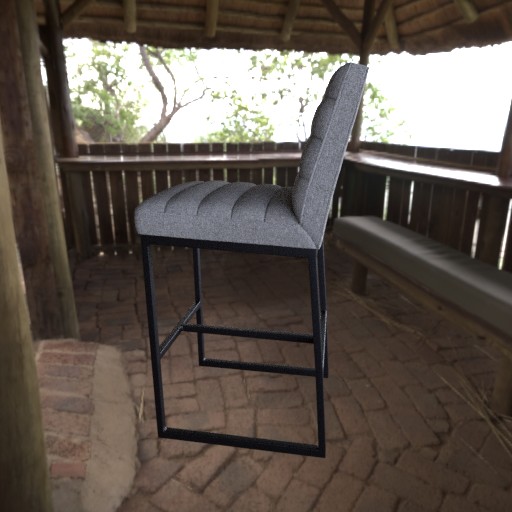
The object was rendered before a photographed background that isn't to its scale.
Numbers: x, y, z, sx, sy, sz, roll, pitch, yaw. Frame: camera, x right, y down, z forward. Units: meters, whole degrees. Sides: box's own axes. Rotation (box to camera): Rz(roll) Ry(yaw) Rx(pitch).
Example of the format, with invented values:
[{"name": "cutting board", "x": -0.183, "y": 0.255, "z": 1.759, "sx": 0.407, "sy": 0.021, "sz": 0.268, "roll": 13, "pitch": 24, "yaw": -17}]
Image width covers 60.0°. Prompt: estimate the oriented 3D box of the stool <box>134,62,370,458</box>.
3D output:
[{"name": "stool", "x": 0.000, "y": 0.000, "z": 1.342, "sx": 0.571, "sy": 1.034, "sz": 0.459, "roll": 3, "pitch": 17, "yaw": 10}]
